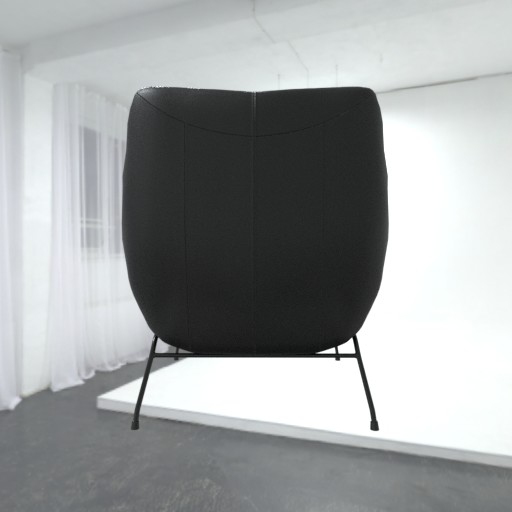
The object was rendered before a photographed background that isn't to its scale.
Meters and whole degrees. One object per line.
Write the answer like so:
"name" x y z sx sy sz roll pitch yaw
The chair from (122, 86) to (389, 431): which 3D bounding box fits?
"chair" 0.000 0.000 1.558 0.836 0.922 0.826 0 0 1
